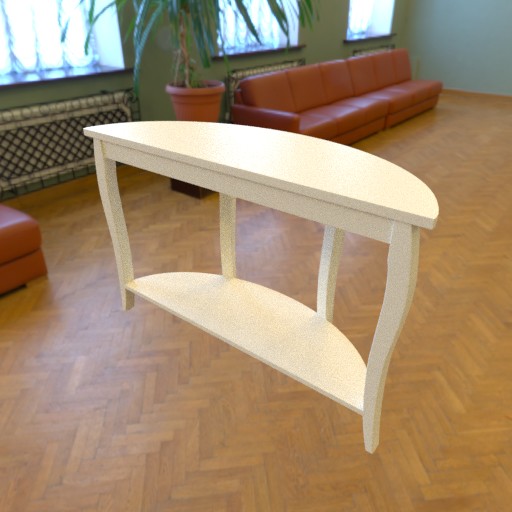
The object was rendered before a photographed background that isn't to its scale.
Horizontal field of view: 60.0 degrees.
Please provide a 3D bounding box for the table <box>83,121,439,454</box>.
[{"bbox_3d":[0.000,0.000,1.555,1.219,0.780,0.394,21,36,32],"label":"table"}]
